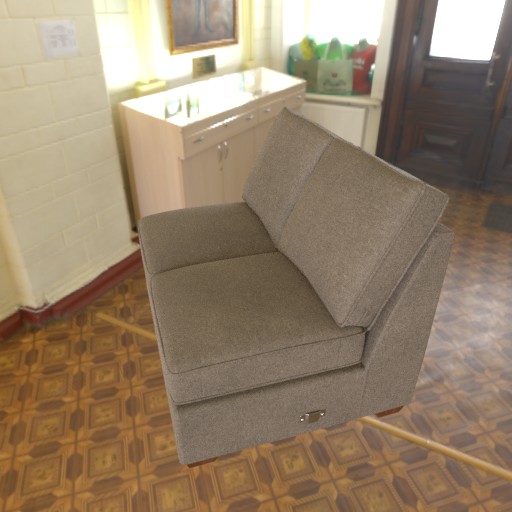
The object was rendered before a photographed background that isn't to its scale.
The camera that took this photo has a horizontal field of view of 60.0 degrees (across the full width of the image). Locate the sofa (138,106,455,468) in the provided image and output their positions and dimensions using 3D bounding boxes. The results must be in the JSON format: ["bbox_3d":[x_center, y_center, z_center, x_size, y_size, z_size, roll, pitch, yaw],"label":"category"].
[{"bbox_3d":[0.000,0.000,1.947,0.951,1.008,1.237,-9,31,-15],"label":"sofa"}]
